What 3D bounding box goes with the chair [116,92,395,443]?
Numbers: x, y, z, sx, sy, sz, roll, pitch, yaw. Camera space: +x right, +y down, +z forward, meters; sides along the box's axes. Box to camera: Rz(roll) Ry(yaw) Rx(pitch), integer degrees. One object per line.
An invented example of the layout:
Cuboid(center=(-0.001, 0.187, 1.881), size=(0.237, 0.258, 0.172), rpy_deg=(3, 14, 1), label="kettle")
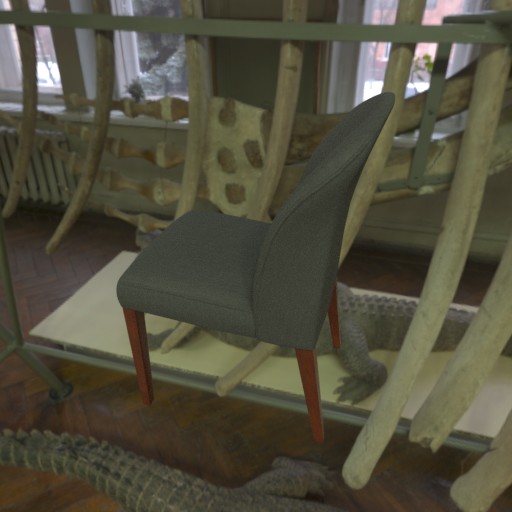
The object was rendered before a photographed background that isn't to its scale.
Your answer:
Cuboid(center=(0.000, 0.000, 1.233), size=(0.619, 0.879, 0.506), rpy_deg=(8, 30, 14), label="chair")
